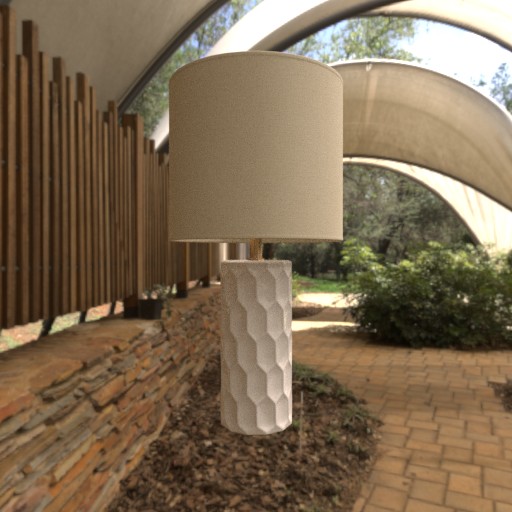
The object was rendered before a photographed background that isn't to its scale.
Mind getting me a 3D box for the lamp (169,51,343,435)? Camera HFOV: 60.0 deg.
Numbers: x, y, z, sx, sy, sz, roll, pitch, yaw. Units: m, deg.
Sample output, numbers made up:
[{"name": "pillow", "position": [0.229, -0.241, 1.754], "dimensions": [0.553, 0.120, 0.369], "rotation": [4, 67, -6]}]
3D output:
[{"name": "lamp", "position": [0.000, 0.000, 0.717], "dimensions": [0.277, 0.537, 0.277], "rotation": [0, 0, -1]}]
